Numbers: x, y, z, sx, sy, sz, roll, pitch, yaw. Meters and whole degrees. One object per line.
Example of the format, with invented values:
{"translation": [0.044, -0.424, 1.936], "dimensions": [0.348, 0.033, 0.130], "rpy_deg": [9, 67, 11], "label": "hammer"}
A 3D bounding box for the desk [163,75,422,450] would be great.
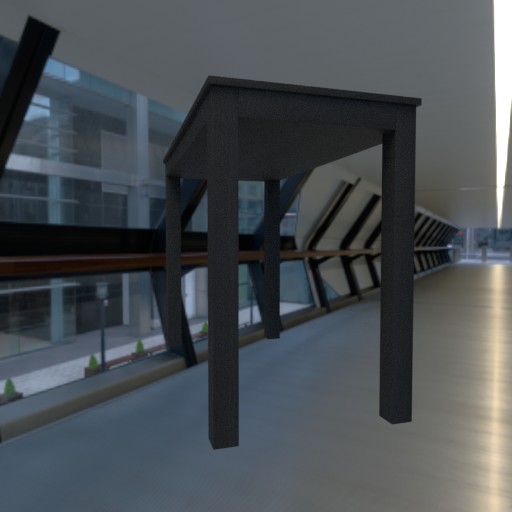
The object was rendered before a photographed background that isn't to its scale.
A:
{"translation": [0.000, 0.000, 1.440], "dimensions": [0.499, 0.762, 0.991], "rpy_deg": [-1, 2, -17], "label": "desk"}
